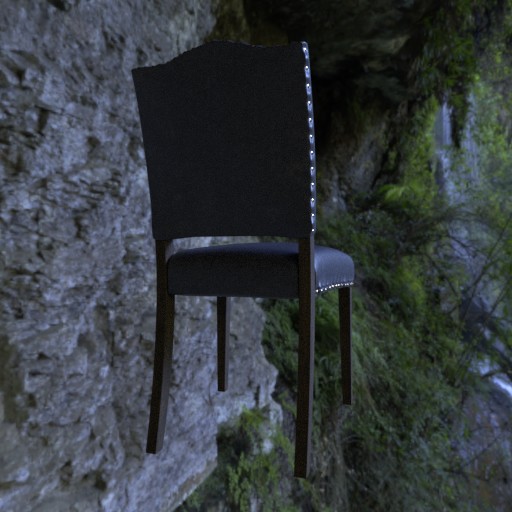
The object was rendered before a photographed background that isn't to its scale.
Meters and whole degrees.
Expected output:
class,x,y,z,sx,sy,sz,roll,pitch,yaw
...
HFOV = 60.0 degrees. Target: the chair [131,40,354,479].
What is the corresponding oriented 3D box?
class,x,y,z,sx,sy,sz,roll,pitch,yaw
chair,0.000,0.000,1.294,0.500,0.991,0.633,0,0,19
